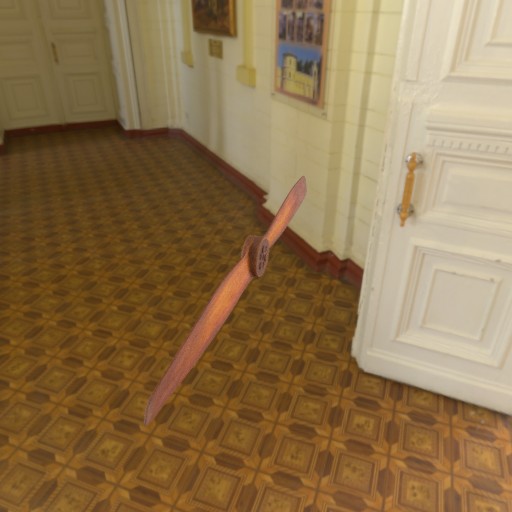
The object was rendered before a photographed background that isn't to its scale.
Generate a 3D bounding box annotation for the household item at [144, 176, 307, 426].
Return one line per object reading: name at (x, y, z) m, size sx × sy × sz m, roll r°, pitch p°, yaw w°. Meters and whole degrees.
household item at (0.000, 0.000, 1.261) m, size 0.051 × 0.121 × 1.181 m, roll 10°, pitch 32°, yaw 16°
